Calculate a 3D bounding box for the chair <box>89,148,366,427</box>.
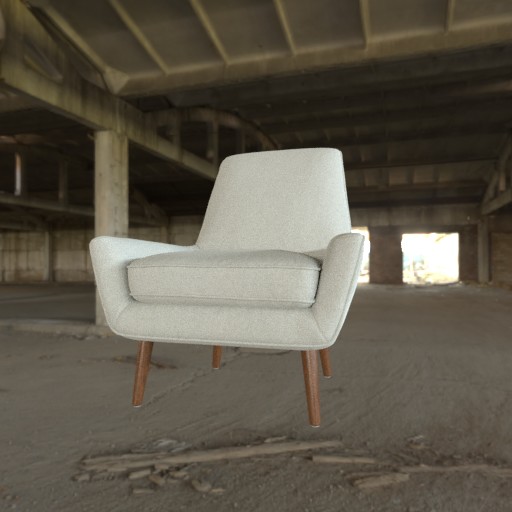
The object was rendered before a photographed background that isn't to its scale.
[{"bbox_3d":[0.000,0.000,1.536,0.787,0.888,0.822,0,-1,17],"label":"chair"}]
